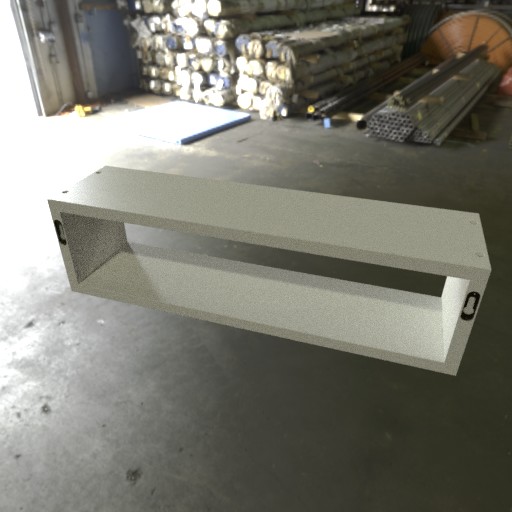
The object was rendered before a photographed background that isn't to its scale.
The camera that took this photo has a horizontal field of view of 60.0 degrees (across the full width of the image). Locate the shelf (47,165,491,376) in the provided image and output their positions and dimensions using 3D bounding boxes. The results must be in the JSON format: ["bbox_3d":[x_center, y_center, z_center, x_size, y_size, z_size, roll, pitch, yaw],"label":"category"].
[{"bbox_3d":[0.000,0.000,0.687,0.610,0.170,0.150,10,33,15],"label":"shelf"}]
